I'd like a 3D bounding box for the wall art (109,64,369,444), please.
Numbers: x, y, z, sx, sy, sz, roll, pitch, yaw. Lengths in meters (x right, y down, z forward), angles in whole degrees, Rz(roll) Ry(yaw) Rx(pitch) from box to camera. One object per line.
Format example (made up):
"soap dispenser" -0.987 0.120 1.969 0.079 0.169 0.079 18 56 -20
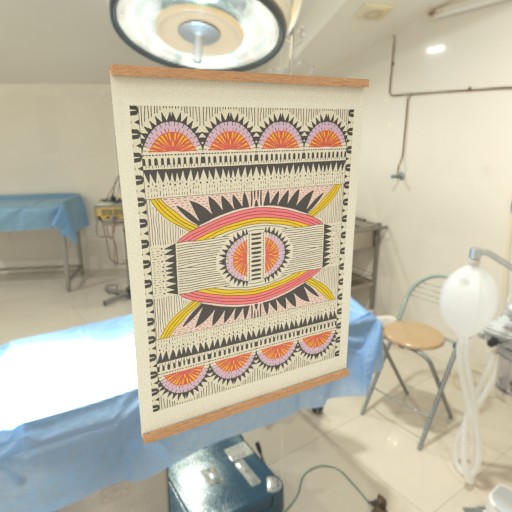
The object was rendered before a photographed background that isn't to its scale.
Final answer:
"wall art" 0.000 0.000 0.797 0.456 0.609 0.028 -9 19 -27
